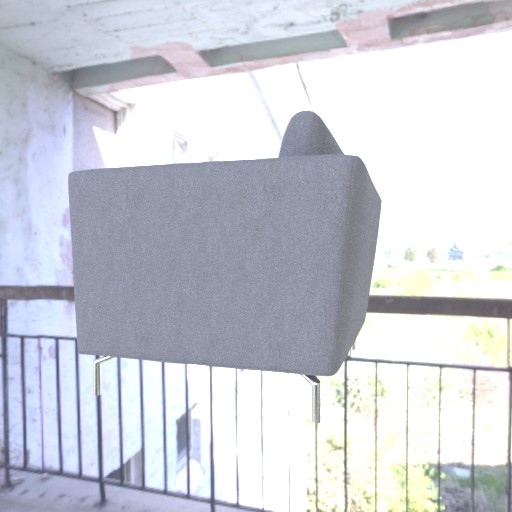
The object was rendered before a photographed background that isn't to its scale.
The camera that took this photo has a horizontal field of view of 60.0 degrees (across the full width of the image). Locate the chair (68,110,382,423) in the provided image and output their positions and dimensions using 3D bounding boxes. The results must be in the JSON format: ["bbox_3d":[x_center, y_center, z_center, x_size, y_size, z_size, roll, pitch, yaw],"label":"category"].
[{"bbox_3d":[0.000,0.000,1.695,0.889,0.864,1.041,0,1,19],"label":"chair"}]
